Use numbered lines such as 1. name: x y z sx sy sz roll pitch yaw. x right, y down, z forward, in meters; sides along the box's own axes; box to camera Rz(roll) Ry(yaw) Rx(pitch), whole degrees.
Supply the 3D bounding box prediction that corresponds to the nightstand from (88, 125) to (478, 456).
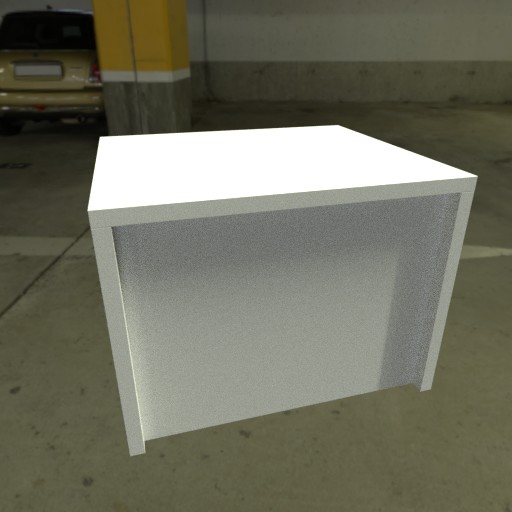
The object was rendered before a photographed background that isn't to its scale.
1. nightstand: 0.000 0.000 0.757 0.470 0.351 0.408 -7 26 -14
